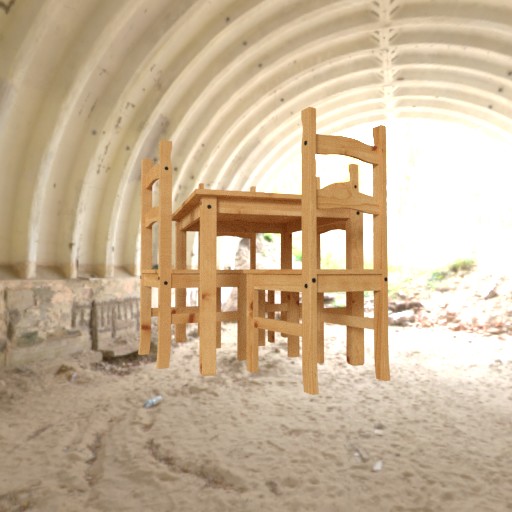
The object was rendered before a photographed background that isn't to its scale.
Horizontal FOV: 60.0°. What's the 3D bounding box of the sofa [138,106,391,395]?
[{"bbox_3d":[0.000,0.000,2.268,1.144,1.000,1.529,1,-2,-17],"label":"sofa"}]
